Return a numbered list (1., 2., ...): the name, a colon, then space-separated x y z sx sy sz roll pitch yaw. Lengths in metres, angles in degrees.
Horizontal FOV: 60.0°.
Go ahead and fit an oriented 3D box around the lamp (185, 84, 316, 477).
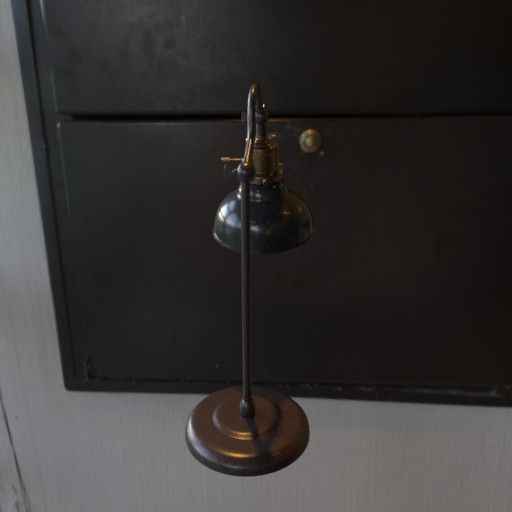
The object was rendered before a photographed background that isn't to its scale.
1. lamp: 0.000 0.000 0.700 0.192 0.508 0.374 2 17 8
